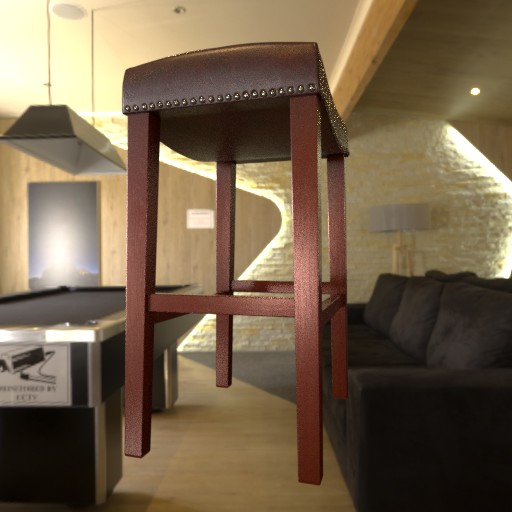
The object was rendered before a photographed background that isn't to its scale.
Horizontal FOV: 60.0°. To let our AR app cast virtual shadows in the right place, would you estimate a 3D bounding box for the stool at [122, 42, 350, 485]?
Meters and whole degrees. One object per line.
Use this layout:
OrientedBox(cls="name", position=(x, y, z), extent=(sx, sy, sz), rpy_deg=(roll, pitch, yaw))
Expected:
OrientedBox(cls="stool", position=(0.000, 0.000, 0.994), extent=(0.372, 0.742, 0.504), rpy_deg=(0, 0, 17))
